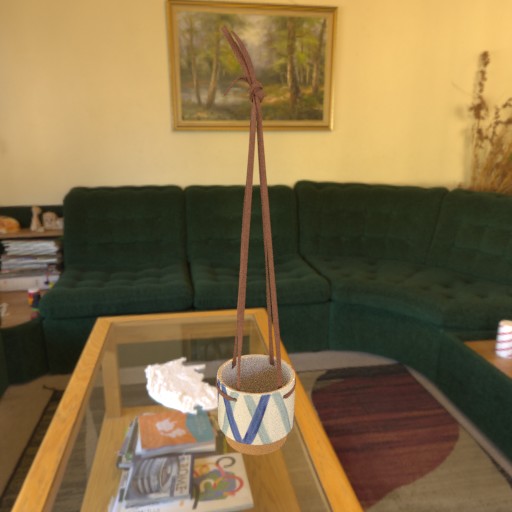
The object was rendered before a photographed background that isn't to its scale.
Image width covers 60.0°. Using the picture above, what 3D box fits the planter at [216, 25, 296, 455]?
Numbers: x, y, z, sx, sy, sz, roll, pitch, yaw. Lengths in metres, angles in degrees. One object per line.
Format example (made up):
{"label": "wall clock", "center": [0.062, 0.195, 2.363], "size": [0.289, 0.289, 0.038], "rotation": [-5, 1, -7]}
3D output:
{"label": "planter", "center": [0.000, 0.000, 0.803], "size": [0.157, 0.753, 0.153], "rotation": [-8, 17, -26]}
